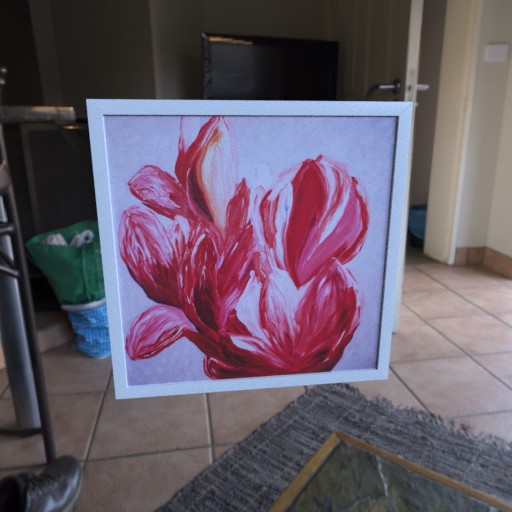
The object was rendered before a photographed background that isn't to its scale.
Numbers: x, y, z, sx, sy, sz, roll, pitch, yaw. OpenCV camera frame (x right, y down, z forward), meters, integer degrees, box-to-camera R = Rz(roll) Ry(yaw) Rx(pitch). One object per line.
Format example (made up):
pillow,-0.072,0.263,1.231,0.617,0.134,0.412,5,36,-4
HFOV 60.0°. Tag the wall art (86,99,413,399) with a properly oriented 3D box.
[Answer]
wall art,0.000,0.000,0.685,0.455,0.453,0.023,-2,16,-7
